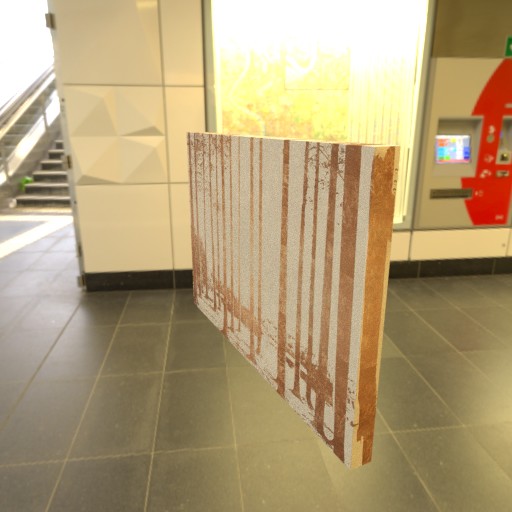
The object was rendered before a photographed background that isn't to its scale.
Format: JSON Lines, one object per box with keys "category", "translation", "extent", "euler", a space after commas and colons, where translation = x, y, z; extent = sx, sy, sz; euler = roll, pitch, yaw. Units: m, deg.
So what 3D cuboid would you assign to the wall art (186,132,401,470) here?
{"category": "wall art", "translation": [0.000, 0.000, 0.778], "extent": [0.035, 0.405, 0.609], "euler": [-8, 19, -25]}
